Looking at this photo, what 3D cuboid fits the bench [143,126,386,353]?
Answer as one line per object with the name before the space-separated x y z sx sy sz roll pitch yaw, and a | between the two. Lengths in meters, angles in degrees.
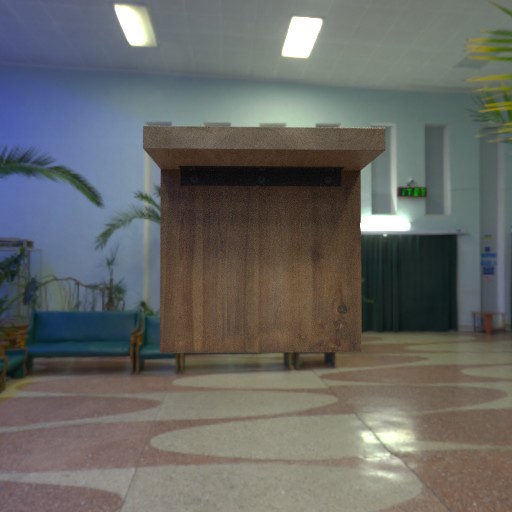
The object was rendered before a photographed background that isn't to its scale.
bench | 0.000 0.000 1.421 0.458 0.458 1.183 0 -1 -2
